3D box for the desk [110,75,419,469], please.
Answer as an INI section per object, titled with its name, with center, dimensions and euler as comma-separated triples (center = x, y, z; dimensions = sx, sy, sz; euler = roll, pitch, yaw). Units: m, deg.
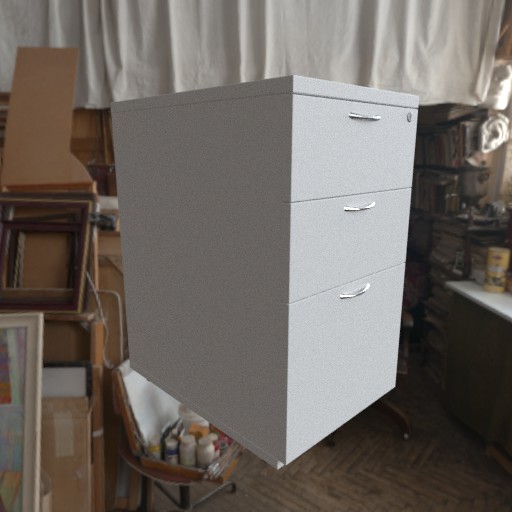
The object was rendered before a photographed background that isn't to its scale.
[desk]
center = 0.000, 0.000, 1.090
dimensions = 0.404, 0.730, 0.600
euler = -13, 19, -43
